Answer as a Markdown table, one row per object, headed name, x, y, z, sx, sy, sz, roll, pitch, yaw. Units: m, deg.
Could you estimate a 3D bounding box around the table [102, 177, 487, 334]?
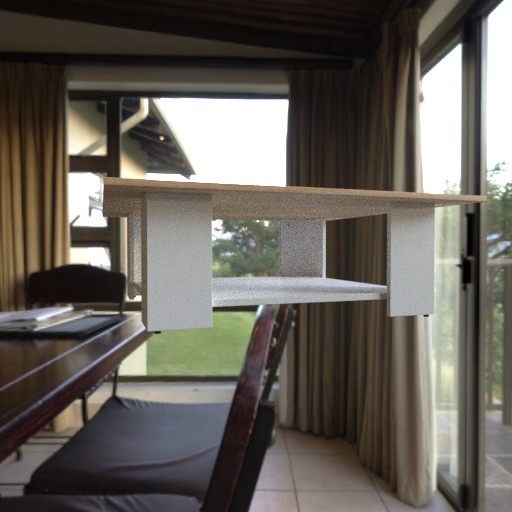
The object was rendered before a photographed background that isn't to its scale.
| name | x | y | z | sx | sy | sz | roll | pitch | yaw |
| --- | --- | --- | --- | --- | --- | --- | --- | --- | --- |
| table | 0.000 | 0.000 | 1.365 | 0.890 | 0.305 | 0.890 | 0 | 1 | -19 |
